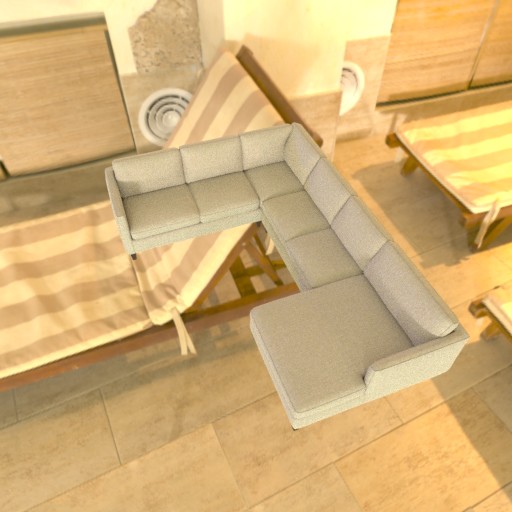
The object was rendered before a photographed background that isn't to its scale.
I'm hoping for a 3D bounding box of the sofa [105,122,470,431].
[{"bbox_3d":[0.000,0.000,4.569,2.551,0.889,3.403,-16,50,-14],"label":"sofa"}]
